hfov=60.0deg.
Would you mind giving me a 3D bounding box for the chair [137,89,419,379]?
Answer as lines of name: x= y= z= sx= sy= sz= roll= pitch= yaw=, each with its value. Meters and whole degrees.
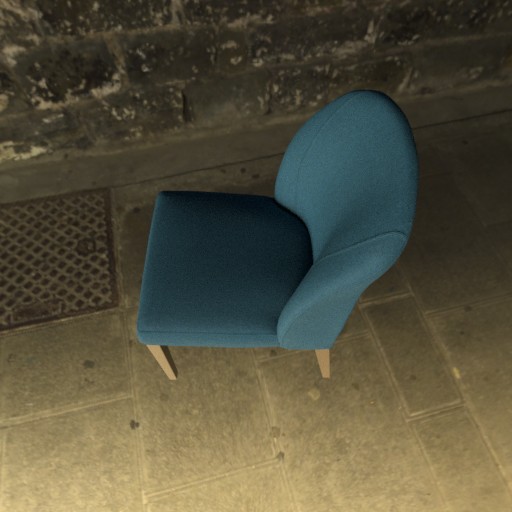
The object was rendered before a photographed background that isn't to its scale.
chair: x=0.000 y=0.000 z=1.237 sx=0.620 sy=0.879 sz=0.507 roll=0 pitch=58 yaw=0
